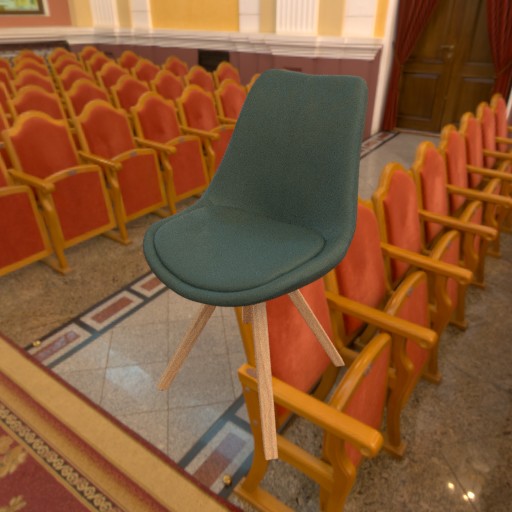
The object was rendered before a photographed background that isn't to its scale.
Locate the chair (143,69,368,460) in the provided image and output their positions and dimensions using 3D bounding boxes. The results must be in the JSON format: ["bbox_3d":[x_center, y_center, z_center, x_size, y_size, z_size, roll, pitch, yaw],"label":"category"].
[{"bbox_3d":[0.000,0.000,1.185,0.483,0.865,0.547,20,35,31],"label":"chair"}]
